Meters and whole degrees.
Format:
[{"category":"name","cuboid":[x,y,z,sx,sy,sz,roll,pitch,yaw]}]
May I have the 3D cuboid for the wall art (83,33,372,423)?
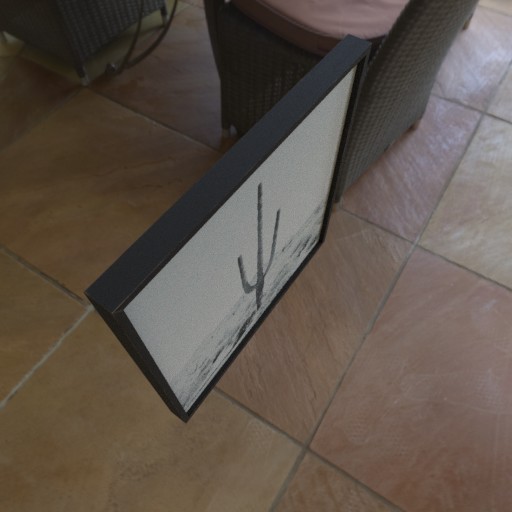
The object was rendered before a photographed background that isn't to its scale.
[{"category":"wall art","cuboid":[0.000,0.000,0.737,0.038,0.508,0.508,31,64,18]}]
